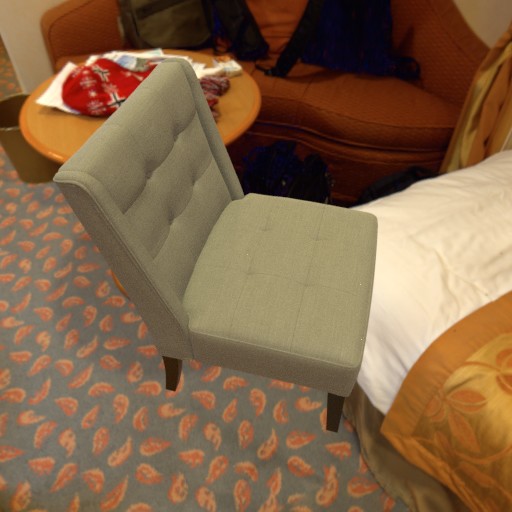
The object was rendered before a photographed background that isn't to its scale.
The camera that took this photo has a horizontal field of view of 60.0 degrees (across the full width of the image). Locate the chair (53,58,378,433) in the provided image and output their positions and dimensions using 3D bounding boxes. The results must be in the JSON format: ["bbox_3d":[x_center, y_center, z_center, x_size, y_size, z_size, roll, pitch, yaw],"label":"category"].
[{"bbox_3d":[0.000,0.000,1.268,0.676,0.853,0.569,11,48,10],"label":"chair"}]
